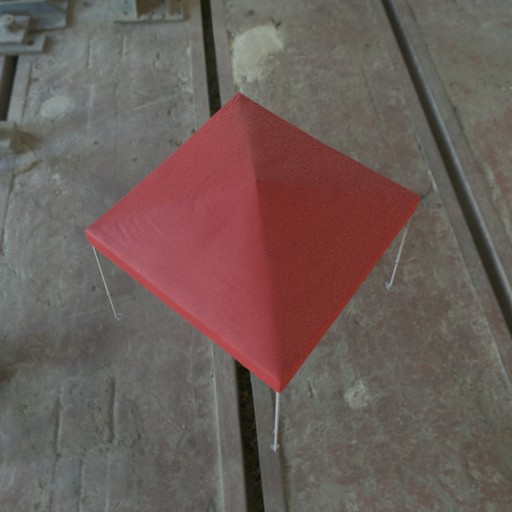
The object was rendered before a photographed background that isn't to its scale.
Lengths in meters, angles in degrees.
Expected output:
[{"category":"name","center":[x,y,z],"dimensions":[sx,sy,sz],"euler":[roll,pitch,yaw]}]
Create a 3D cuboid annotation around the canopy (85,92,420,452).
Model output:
[{"category":"canopy","center":[0.000,0.000,6.495],"dimensions":[3.599,3.600,3.600],"euler":[35,68,16]}]
